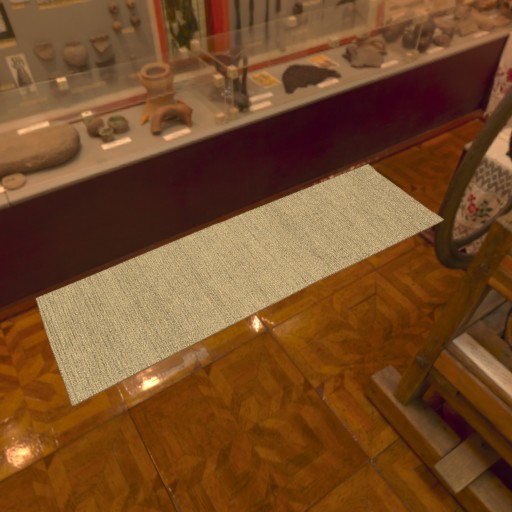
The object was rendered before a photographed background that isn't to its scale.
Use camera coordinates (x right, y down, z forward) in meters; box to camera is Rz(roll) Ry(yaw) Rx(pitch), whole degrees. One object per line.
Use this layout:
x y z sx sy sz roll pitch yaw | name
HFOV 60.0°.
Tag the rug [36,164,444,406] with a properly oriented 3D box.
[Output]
0.000 0.000 2.549 2.320 0.032 0.692 -24 52 -21 | rug
